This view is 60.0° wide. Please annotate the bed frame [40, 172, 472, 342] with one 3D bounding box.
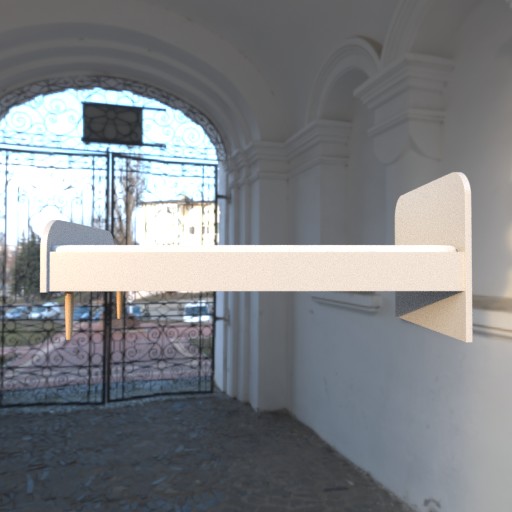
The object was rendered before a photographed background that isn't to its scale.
[{"bbox_3d":[0.000,0.000,2.515,1.963,0.805,0.998,0,-1,-1],"label":"bed frame"}]
